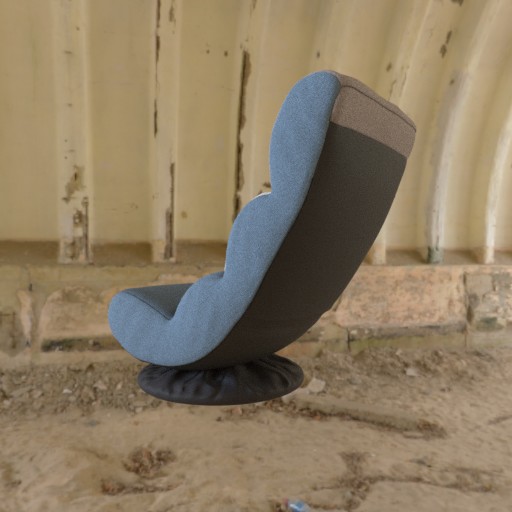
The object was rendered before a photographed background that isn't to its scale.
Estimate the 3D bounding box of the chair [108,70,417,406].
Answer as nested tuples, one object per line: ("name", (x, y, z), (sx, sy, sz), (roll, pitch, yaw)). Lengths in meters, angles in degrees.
("chair", (0.000, 0.000, 1.061), (0.661, 0.641, 0.420), (0, 0, 38))
